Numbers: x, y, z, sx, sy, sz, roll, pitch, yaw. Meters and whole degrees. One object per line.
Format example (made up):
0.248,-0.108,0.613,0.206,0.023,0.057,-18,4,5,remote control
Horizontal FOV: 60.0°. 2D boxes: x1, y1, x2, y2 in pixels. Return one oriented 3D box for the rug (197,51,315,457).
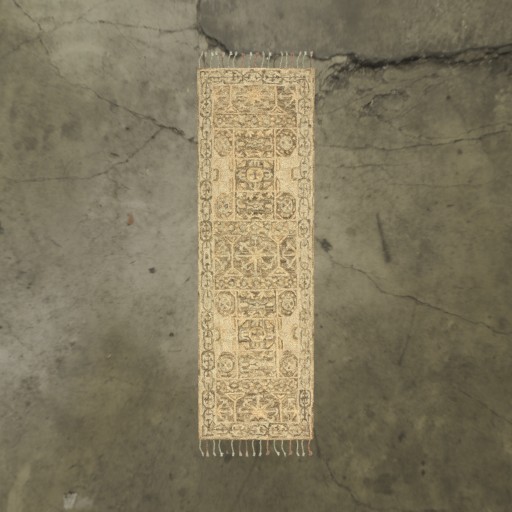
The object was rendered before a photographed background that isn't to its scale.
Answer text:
0.000,0.000,2.911,0.762,0.011,2.664,0,91,0,rug
